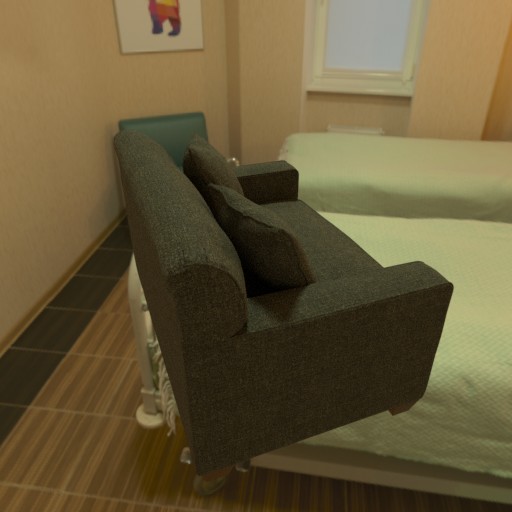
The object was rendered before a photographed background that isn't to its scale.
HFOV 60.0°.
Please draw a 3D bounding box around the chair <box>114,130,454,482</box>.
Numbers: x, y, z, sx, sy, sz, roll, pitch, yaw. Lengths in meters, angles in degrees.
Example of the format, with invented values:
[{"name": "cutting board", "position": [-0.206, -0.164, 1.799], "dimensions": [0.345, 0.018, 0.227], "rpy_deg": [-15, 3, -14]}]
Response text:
[{"name": "chair", "position": [0.000, 0.000, 1.990], "dimensions": [1.000, 0.948, 1.383], "rpy_deg": [-11, 33, -18]}]
